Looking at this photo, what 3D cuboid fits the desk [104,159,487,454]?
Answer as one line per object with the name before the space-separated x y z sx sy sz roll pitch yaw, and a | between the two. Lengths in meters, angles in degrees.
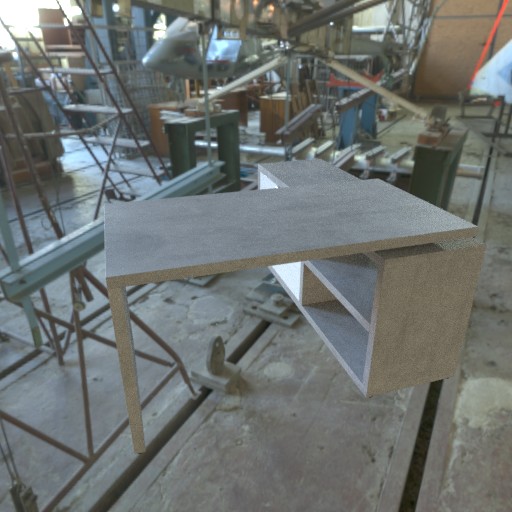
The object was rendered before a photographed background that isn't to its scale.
desk | 0.000 0.000 2.294 1.400 0.740 1.500 -8 27 -16
